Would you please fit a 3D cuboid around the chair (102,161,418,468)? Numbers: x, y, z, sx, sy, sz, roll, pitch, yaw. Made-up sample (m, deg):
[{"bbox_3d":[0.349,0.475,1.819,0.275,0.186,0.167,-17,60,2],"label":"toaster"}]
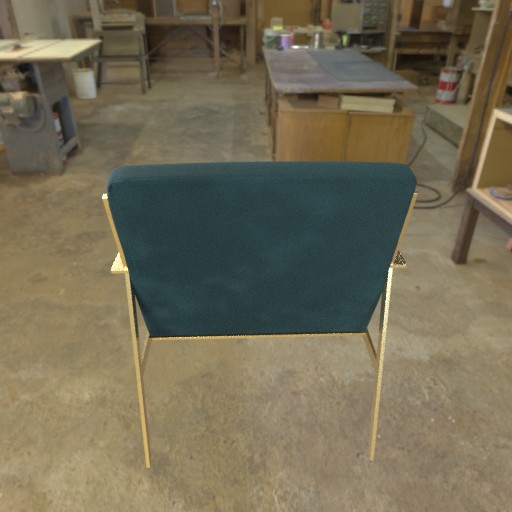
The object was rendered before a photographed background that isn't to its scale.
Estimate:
[{"bbox_3d":[0.000,0.000,1.379,0.692,0.831,0.859,-1,31,-2],"label":"chair"}]
